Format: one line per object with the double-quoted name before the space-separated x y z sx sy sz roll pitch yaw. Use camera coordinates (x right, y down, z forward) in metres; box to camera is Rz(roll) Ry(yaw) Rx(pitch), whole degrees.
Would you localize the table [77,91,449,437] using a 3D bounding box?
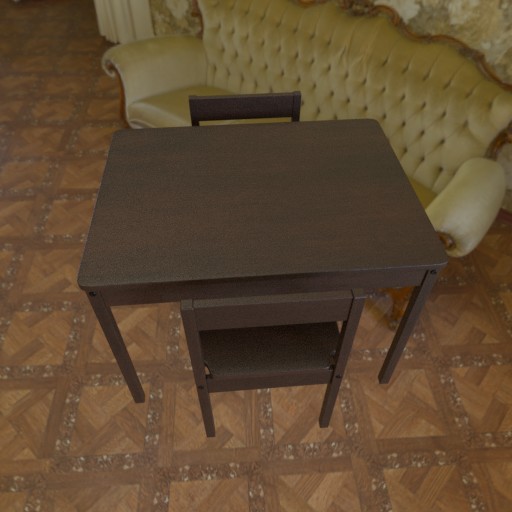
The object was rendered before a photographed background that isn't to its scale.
"table" 0.000 0.000 1.083 0.650 0.503 0.672 -4 47 -3
